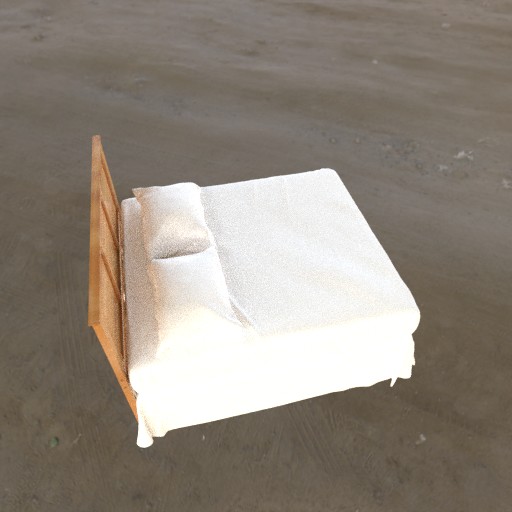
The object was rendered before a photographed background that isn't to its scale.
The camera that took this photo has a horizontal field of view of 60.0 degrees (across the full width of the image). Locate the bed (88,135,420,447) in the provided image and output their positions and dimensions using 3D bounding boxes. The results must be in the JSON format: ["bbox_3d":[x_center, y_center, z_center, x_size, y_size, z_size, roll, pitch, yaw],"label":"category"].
[{"bbox_3d":[0.000,0.000,3.220,2.035,1.273,1.870,-10,48,-9],"label":"bed"}]
